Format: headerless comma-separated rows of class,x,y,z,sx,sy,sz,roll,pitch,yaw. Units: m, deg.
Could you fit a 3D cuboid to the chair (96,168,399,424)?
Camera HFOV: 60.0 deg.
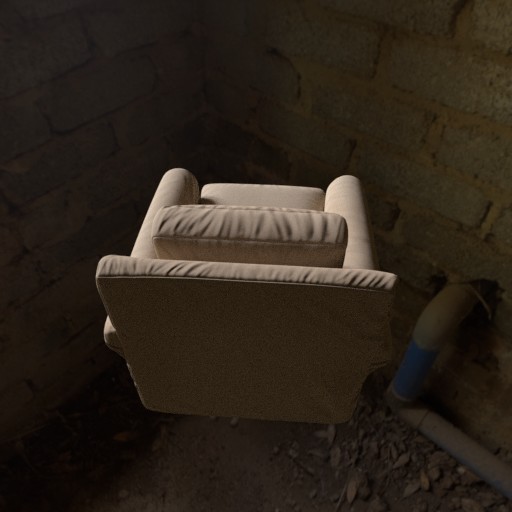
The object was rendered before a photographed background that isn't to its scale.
chair,0.000,0.000,1.807,0.940,0.866,1.066,3,45,3
